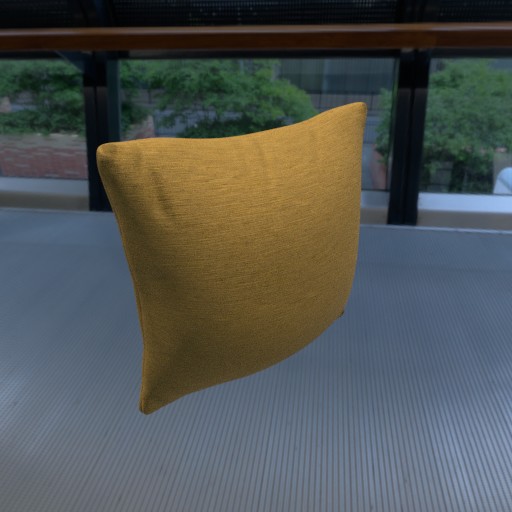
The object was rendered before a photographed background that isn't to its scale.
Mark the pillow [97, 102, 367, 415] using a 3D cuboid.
[{"bbox_3d":[0.000,0.000,0.689,0.435,0.417,0.247,-20,35,-32],"label":"pillow"}]
